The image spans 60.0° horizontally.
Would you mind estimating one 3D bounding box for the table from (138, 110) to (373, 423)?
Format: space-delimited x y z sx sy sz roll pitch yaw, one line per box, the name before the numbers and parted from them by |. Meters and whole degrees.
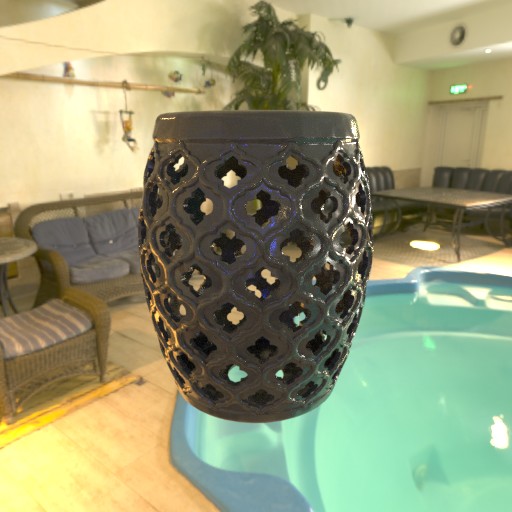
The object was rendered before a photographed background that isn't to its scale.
table | 0.000 0.000 0.639 0.325 0.388 0.325 0 15 0
